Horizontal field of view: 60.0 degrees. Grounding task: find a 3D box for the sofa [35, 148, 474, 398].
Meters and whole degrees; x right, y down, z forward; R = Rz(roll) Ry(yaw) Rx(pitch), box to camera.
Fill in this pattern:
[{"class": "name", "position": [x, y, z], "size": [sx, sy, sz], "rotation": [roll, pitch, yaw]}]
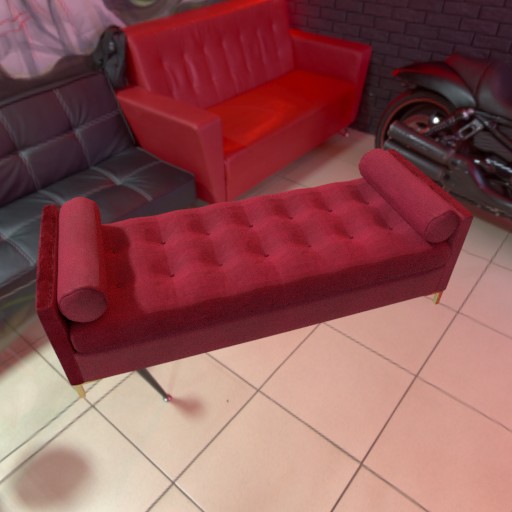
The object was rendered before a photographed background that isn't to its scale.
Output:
[{"class": "sofa", "position": [0.000, 0.000, 2.449], "size": [2.102, 0.705, 0.796], "rotation": [-12, 42, -14]}]
